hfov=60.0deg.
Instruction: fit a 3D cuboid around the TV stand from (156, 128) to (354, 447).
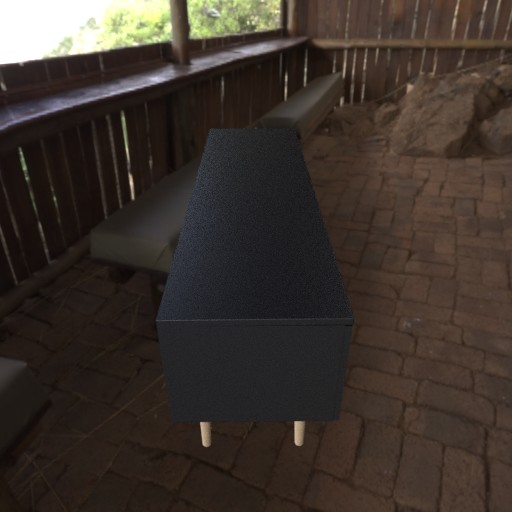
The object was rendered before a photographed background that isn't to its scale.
[{"bbox_3d":[0.000,0.000,1.527,0.390,0.518,1.312,0,31,-1],"label":"TV stand"}]
